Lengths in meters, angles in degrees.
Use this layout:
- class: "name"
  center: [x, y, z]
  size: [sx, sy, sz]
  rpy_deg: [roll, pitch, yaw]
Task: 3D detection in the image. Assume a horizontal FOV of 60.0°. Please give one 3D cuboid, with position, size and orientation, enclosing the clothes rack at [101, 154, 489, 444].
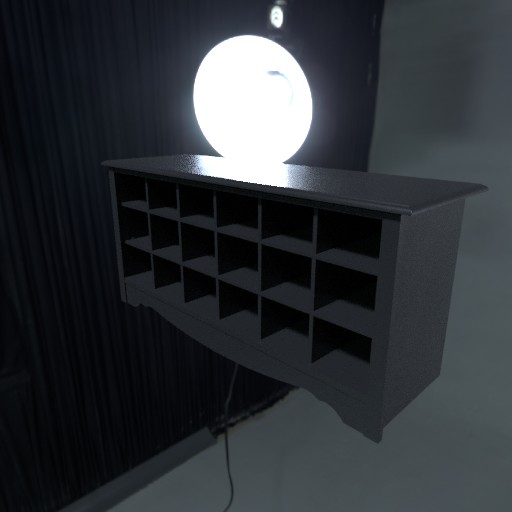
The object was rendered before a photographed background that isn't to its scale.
- class: "clothes rack"
  center: [0.000, 0.000, 1.448]
  size: [1.219, 0.556, 0.406]
  rpy_deg: [17, 24, 42]
